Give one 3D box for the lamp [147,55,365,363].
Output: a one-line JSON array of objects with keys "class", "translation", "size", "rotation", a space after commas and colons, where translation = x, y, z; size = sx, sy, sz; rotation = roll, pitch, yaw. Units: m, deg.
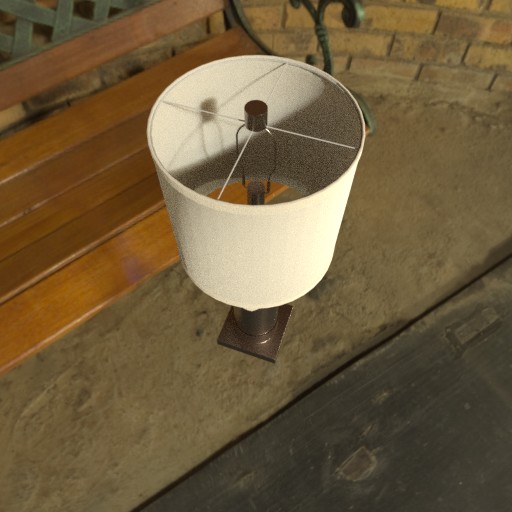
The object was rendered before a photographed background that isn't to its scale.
[{"class": "lamp", "translation": [0.000, 0.000, 0.616], "size": [0.202, 0.509, 0.202], "rotation": [17, 60, 10]}]
